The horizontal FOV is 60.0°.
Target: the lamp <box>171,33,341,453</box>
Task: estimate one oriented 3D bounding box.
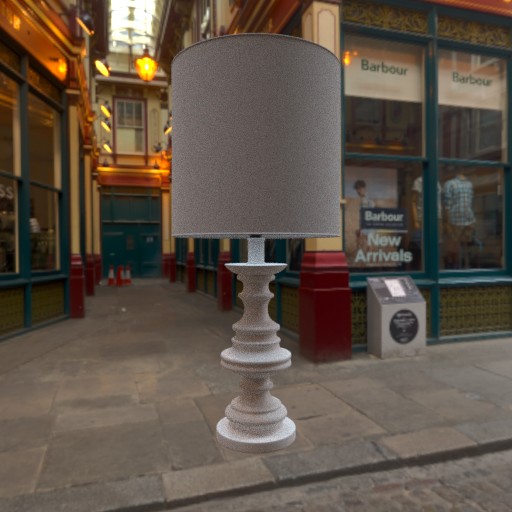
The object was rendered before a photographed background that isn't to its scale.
[{"bbox_3d":[0.000,0.000,0.557,0.208,0.455,0.208,0,1,-19],"label":"lamp"}]
